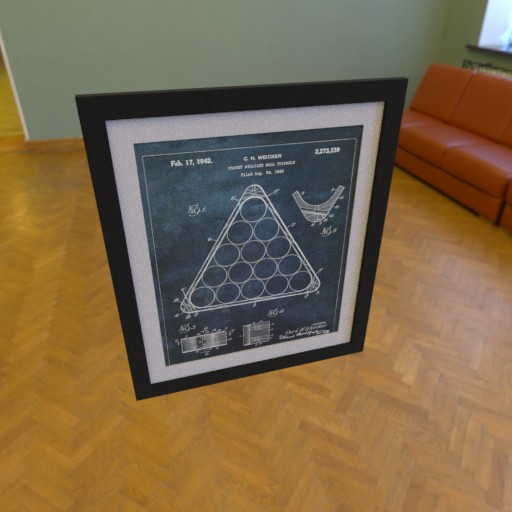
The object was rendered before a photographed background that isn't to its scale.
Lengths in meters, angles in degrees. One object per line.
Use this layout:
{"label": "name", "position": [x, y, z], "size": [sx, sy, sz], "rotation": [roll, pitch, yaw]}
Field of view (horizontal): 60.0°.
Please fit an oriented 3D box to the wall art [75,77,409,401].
{"label": "wall art", "position": [0.000, 0.000, 0.496], "size": [0.311, 0.361, 0.010], "rotation": [-9, 32, -14]}
